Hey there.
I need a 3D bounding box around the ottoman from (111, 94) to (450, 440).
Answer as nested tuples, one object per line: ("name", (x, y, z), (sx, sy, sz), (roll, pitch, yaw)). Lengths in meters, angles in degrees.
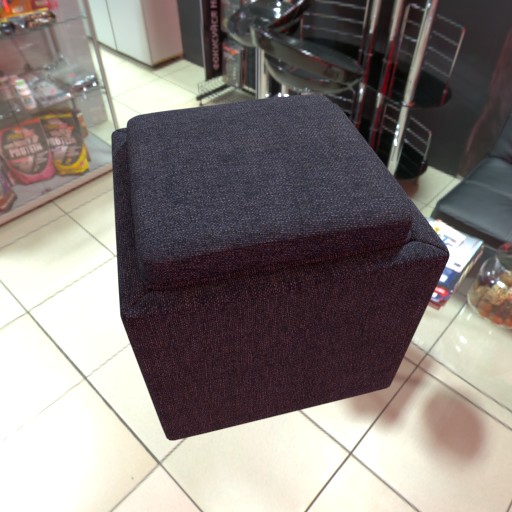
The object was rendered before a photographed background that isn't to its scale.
("ottoman", (0.000, 0.000, 0.838), (0.450, 0.460, 0.450), (-10, 47, -10))
